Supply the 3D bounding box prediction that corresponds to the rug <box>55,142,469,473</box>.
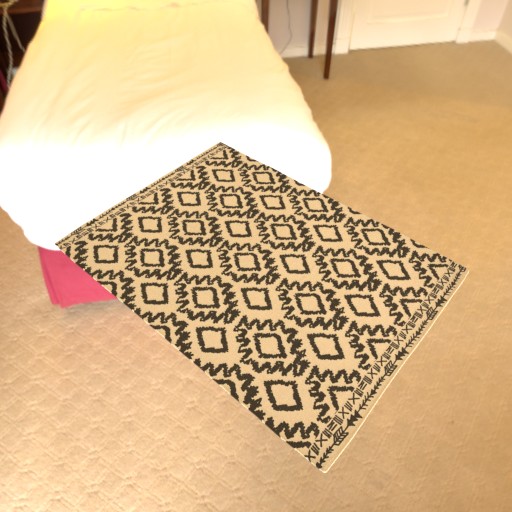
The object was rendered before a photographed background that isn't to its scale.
[{"bbox_3d":[0.000,0.000,4.379,3.369,0.036,2.444,33,55,26],"label":"rug"}]
